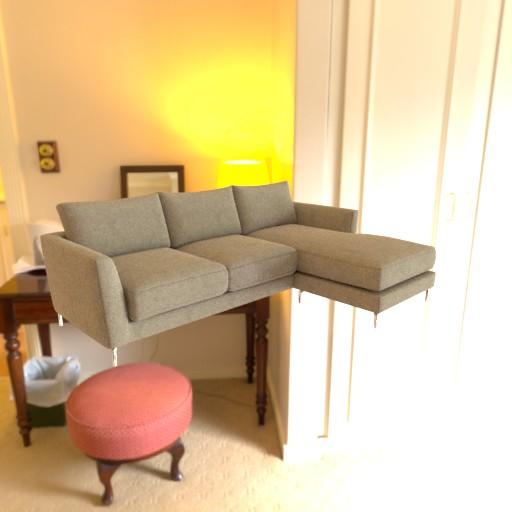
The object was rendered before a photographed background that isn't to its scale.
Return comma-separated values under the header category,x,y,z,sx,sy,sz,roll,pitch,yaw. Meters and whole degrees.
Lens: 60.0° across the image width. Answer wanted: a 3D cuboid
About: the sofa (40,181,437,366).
category,x,y,z,sx,sy,sz,roll,pitch,yaw
sofa,0.000,0.000,3.174,2.438,0.864,1.626,-14,20,-42
